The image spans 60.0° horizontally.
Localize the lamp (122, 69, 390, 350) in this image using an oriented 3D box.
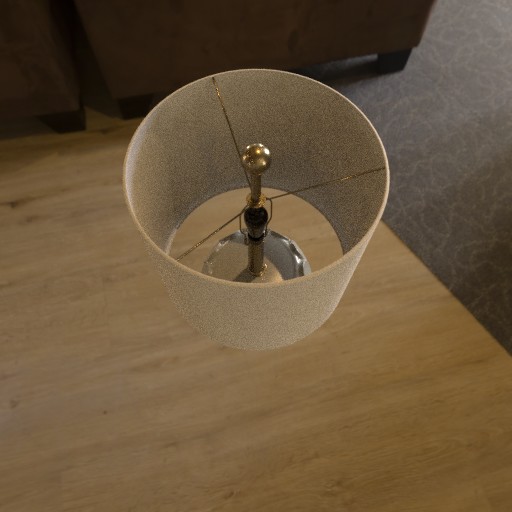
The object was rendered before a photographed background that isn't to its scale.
[{"bbox_3d":[0.000,0.000,0.608,0.254,0.452,0.254,0,64,0],"label":"lamp"}]
